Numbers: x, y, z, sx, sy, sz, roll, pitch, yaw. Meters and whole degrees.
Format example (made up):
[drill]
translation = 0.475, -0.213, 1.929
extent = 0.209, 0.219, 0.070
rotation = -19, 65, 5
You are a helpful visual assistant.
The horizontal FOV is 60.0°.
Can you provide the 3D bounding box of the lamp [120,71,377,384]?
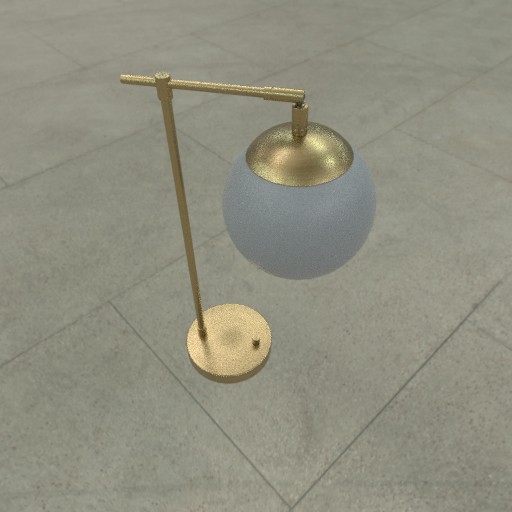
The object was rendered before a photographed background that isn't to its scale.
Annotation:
[lamp]
translation = 0.000, 0.000, 0.697
extent = 0.324, 0.559, 0.207
rotation = 9, 47, 8
